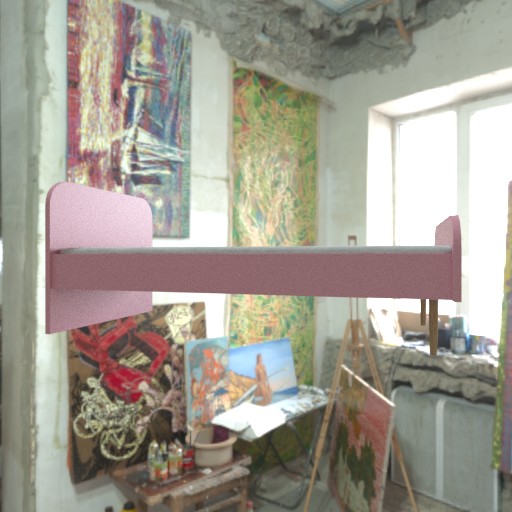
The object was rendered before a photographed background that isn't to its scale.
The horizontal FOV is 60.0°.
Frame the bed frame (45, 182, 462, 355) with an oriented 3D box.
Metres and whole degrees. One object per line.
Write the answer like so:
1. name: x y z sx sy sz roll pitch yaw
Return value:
1. bed frame: 0.000 0.000 2.460 1.963 0.805 0.998 0 0 18
